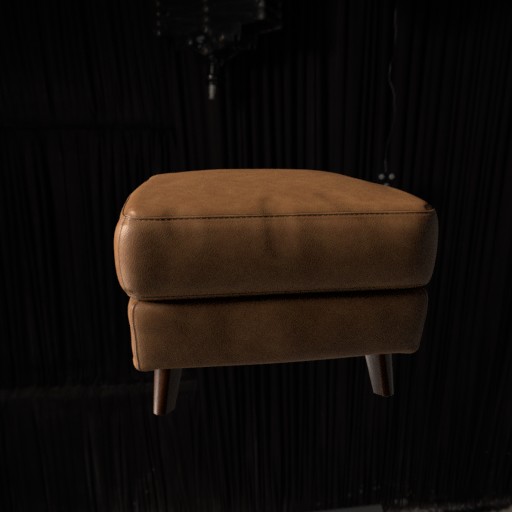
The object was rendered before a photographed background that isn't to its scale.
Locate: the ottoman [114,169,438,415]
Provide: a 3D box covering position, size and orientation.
[{"bbox_3d":[0.000,0.000,1.211,0.630,0.461,0.869,-2,14,-8],"label":"ottoman"}]
